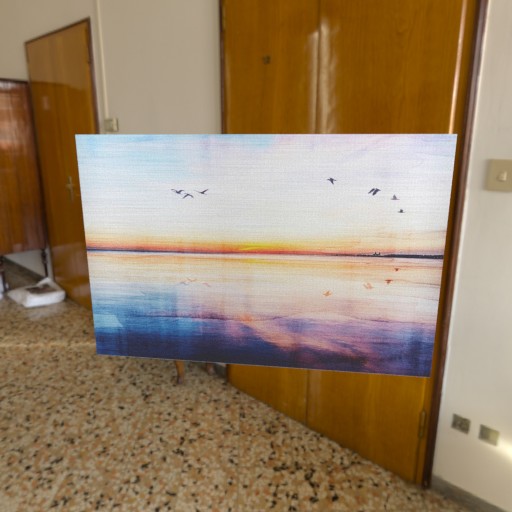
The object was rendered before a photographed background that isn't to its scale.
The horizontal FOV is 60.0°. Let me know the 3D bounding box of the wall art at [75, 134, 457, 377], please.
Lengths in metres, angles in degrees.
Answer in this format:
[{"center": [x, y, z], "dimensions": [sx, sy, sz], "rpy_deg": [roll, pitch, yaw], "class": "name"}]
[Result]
[{"center": [0.000, 0.000, 1.143], "dimensions": [0.911, 0.605, 0.037], "rpy_deg": [2, 15, 8], "class": "wall art"}]
